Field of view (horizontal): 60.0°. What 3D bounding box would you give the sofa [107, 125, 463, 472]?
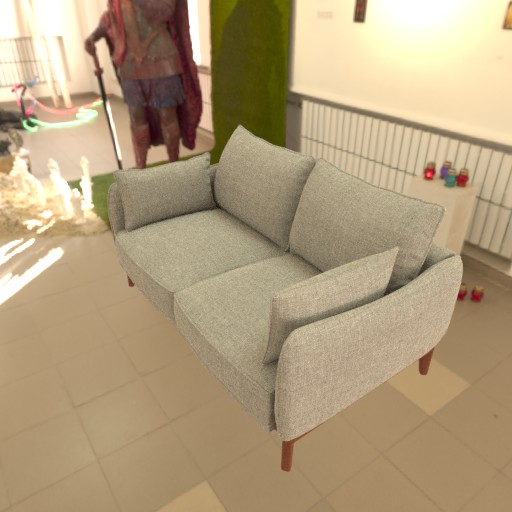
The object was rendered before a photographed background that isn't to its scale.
[{"bbox_3d":[0.000,0.000,2.123,0.972,0.851,1.580,-20,37,-30],"label":"sofa"}]
